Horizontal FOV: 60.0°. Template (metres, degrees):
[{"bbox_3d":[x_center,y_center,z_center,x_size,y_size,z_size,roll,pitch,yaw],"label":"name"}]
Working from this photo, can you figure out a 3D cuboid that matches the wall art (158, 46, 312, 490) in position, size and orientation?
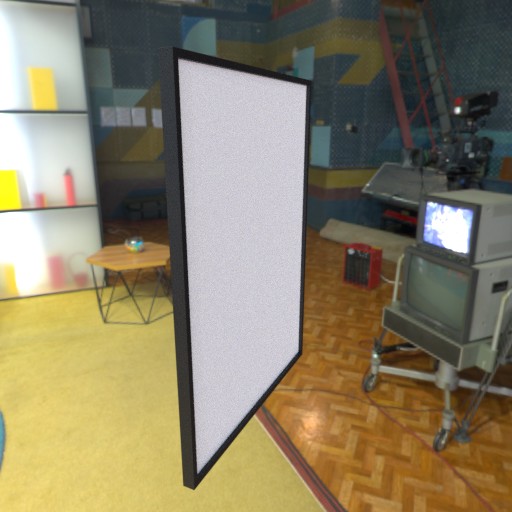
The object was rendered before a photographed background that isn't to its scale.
[{"bbox_3d":[0.000,0.000,1.366,0.036,1.070,0.802,8,18,25],"label":"wall art"}]
